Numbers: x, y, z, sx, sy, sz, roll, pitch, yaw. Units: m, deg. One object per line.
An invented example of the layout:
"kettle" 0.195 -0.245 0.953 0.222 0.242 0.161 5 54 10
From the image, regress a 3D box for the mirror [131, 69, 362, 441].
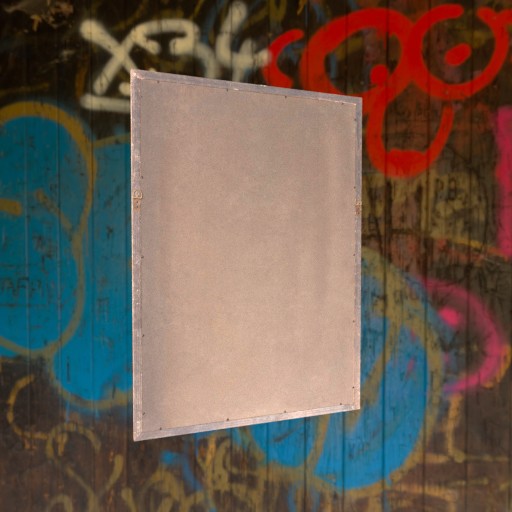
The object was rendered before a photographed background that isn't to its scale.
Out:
"mirror" 0.000 0.000 1.309 0.705 0.996 0.025 -1 2 -19
